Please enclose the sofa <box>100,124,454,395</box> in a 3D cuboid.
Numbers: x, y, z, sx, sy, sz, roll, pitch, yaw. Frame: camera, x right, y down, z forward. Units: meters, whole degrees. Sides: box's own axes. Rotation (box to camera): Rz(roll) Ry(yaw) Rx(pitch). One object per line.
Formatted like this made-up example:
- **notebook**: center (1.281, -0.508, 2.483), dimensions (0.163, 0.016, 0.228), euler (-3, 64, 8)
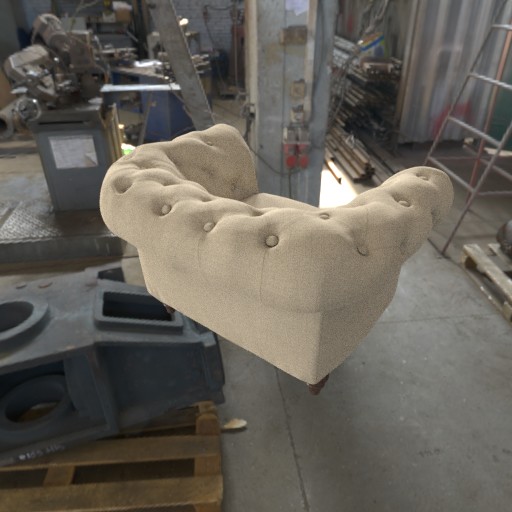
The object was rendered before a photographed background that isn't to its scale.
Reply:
- **sofa**: center (0.000, 0.000, 2.060), dimensions (1.405, 0.878, 1.034), euler (22, 38, 32)
